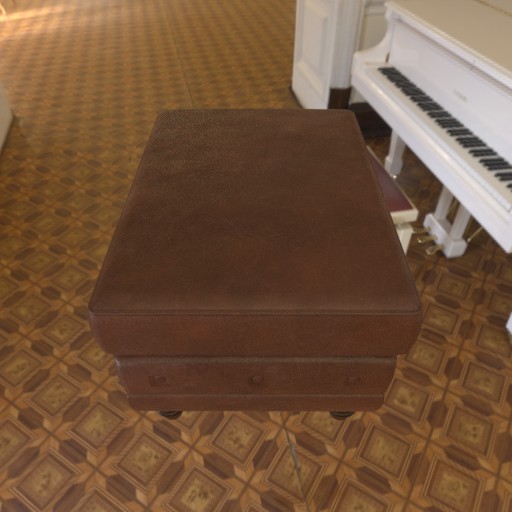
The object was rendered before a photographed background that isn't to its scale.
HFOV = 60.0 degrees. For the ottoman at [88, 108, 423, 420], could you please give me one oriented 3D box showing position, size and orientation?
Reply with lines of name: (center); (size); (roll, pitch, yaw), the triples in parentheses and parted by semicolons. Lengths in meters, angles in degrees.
ottoman: (0.000, 0.000, 1.183); (0.588, 0.509, 0.795); (0, 43, 0)
